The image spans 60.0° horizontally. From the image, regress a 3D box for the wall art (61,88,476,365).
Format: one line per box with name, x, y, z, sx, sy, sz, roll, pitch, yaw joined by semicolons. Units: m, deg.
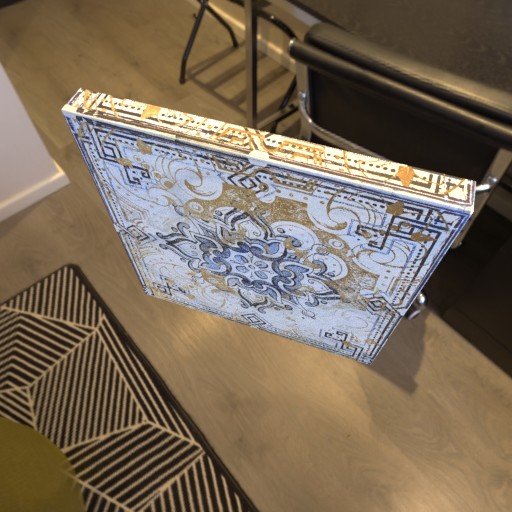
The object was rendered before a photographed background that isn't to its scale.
wall art;0.000;0.000;0.602;0.411;0.410;0.038;16;59;10
